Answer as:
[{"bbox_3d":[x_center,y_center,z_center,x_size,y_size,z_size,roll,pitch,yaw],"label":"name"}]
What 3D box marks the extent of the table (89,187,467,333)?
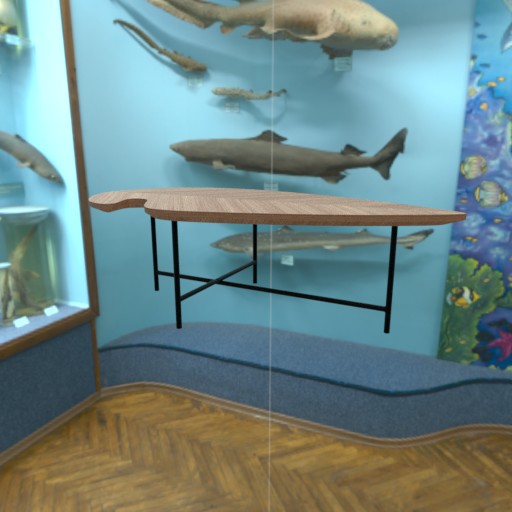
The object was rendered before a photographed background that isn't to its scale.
[{"bbox_3d":[0.000,0.000,1.431,1.199,0.360,0.598,7,16,26],"label":"table"}]
